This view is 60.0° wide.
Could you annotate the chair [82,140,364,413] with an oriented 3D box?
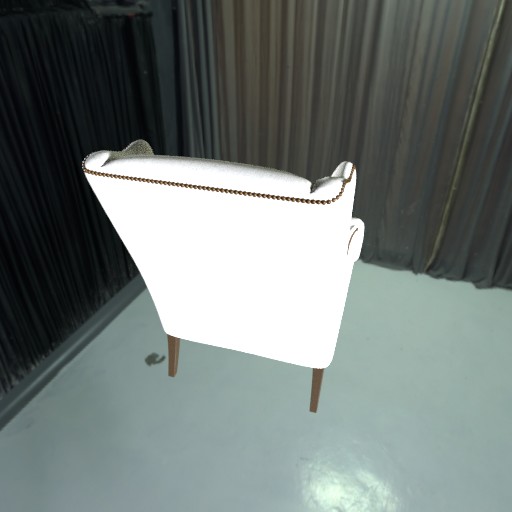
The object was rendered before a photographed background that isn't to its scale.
[{"bbox_3d":[0.000,0.000,1.678,0.737,1.029,0.940,9,34,15],"label":"chair"}]
